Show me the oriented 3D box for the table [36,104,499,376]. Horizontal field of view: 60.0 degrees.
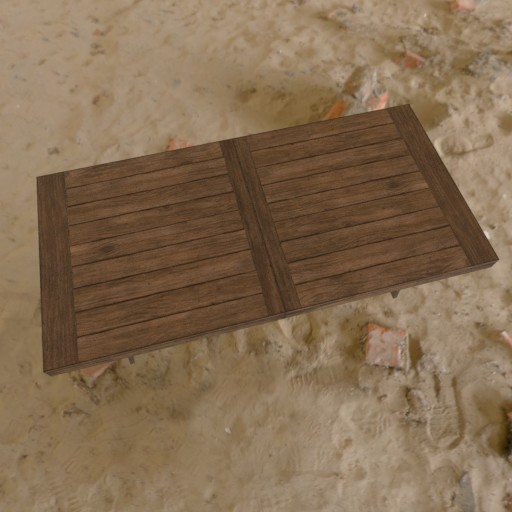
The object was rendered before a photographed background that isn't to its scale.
[{"bbox_3d":[0.000,0.000,2.293,1.867,0.757,0.931,-13,63,-7],"label":"table"}]
